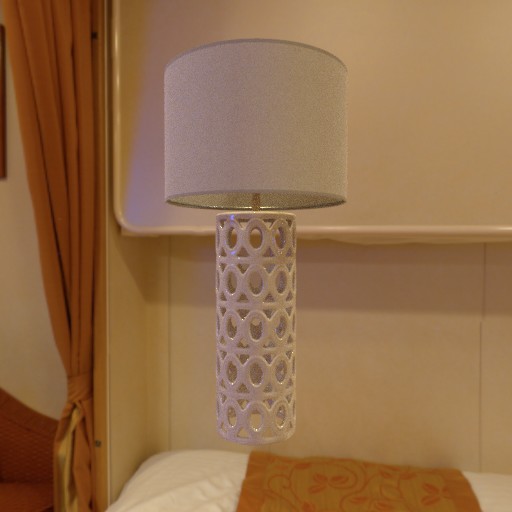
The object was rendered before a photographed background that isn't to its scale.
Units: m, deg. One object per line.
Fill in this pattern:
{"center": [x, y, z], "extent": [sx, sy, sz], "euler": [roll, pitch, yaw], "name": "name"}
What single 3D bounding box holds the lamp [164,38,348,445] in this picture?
{"center": [0.000, 0.000, 0.810], "extent": [0.324, 0.636, 0.325], "euler": [-1, 2, -37], "name": "lamp"}
